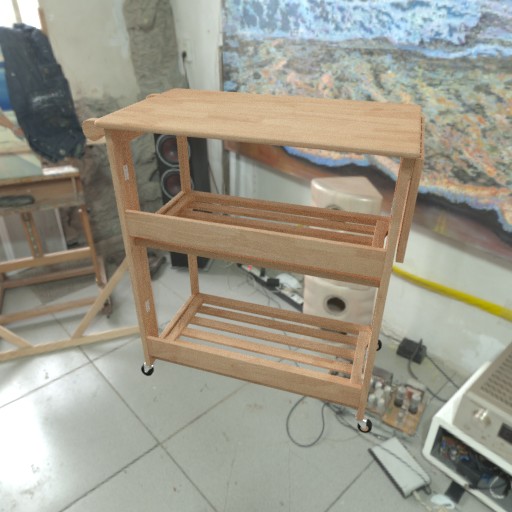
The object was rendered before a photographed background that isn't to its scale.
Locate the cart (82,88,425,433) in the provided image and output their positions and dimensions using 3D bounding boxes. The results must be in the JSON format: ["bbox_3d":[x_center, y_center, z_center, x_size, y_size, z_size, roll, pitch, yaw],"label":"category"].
[{"bbox_3d":[0.000,0.000,1.380,0.853,0.879,0.432,10,33,15],"label":"cart"}]
